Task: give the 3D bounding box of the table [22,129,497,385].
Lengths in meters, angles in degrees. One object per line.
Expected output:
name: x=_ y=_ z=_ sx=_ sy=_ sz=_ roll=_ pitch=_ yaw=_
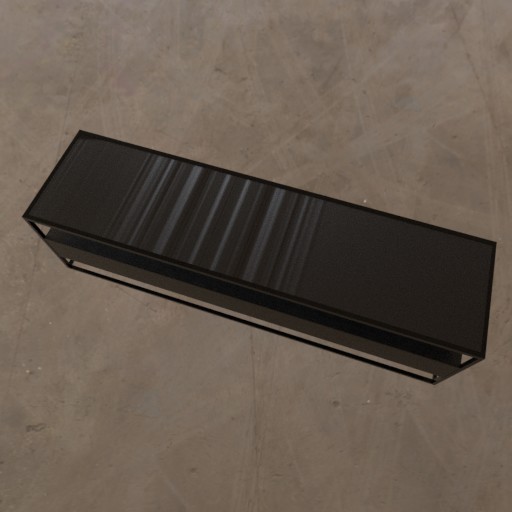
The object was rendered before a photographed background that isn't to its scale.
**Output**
table: x=0.000 y=0.000 z=1.609 sx=1.486 sy=0.395 sz=0.399 roll=16 pitch=65 yaw=8
